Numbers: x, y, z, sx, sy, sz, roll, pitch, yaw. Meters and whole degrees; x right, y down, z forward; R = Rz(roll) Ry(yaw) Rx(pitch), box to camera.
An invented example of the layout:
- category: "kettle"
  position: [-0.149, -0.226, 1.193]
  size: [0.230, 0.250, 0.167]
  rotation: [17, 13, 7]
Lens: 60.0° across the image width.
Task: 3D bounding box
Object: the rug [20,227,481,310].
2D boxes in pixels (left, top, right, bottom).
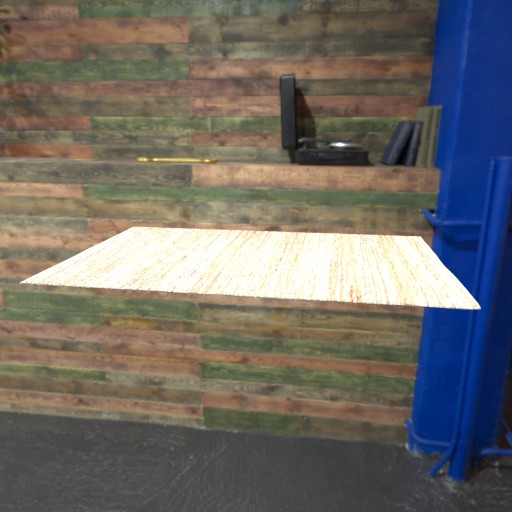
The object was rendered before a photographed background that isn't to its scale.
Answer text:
- category: "rug"
  position: [0.000, 0.000, 3.016]
  size: [2.446, 0.009, 1.529]
  rotation: [2, 16, 9]
